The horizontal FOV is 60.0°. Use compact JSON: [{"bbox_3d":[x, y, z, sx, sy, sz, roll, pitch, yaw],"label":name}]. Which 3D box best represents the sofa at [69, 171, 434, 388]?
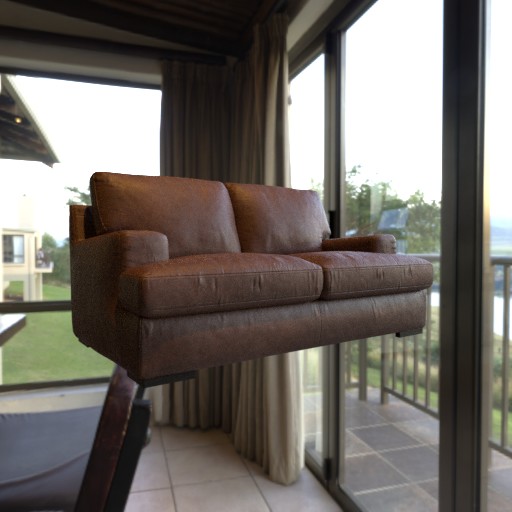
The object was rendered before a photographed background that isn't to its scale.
[{"bbox_3d":[0.000,0.000,2.569,1.880,0.939,1.143,-1,2,-35],"label":"sofa"}]
